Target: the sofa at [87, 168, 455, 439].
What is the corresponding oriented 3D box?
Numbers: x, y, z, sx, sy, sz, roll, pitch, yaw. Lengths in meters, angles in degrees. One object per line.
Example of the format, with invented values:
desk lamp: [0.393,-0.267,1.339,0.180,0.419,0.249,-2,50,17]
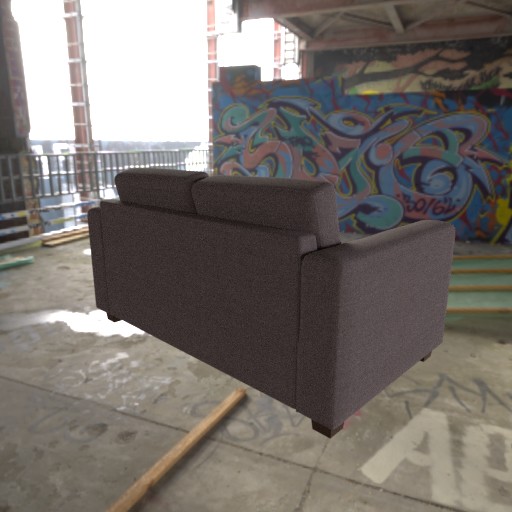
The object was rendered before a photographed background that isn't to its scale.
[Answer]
sofa: [0.000,0.000,2.068,1.520,0.800,0.900,13,20,42]
